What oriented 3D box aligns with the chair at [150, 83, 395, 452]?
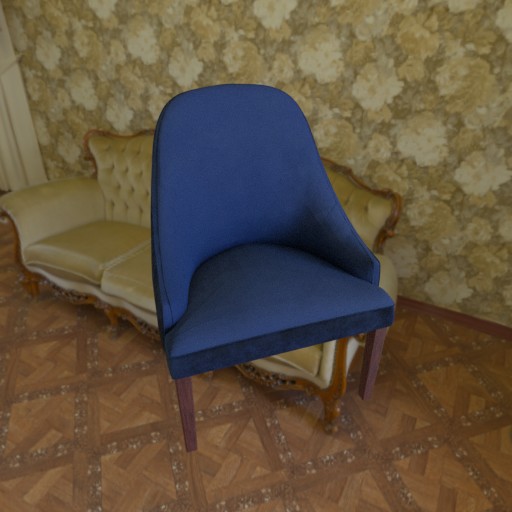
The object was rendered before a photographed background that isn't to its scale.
[{"bbox_3d":[0.000,0.000,1.333,0.643,0.889,0.575,-10,33,-16],"label":"chair"}]
